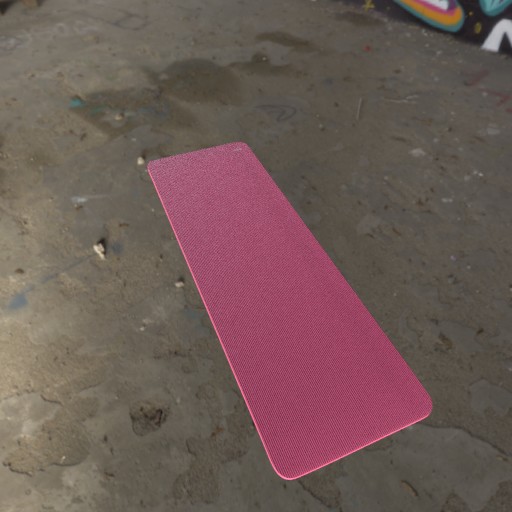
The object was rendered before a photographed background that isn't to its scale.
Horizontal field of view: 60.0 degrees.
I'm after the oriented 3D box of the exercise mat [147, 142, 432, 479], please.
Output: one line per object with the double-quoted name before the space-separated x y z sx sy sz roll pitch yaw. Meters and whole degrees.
"exercise mat" 0.000 0.000 2.068 0.616 0.021 1.884 -17 49 -15
